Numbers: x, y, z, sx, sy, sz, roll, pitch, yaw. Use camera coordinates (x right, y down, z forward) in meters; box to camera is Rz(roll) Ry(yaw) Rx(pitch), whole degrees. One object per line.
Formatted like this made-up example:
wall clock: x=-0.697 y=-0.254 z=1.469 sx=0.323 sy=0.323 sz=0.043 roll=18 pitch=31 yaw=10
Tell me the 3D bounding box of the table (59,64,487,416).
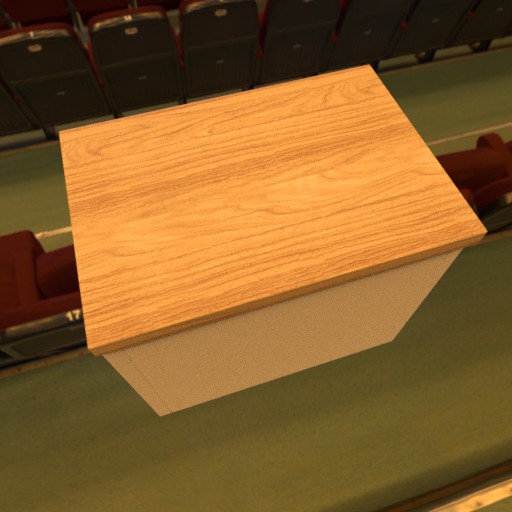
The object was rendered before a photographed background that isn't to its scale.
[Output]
table: x=0.000 y=0.000 z=0.796 sx=0.500 sy=0.440 sz=0.360 roll=-16 pitch=61 yaw=-9
